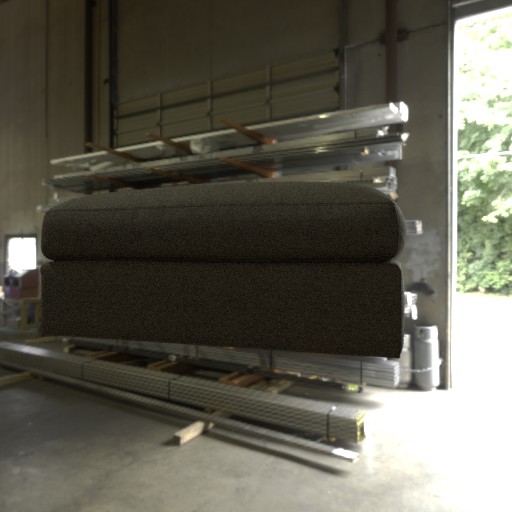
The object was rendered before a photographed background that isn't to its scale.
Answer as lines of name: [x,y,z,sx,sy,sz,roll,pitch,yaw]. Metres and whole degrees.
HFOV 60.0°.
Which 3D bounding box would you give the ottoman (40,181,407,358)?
ottoman: [0.000,0.000,1.636,1.041,0.470,1.041,0,0,18]
